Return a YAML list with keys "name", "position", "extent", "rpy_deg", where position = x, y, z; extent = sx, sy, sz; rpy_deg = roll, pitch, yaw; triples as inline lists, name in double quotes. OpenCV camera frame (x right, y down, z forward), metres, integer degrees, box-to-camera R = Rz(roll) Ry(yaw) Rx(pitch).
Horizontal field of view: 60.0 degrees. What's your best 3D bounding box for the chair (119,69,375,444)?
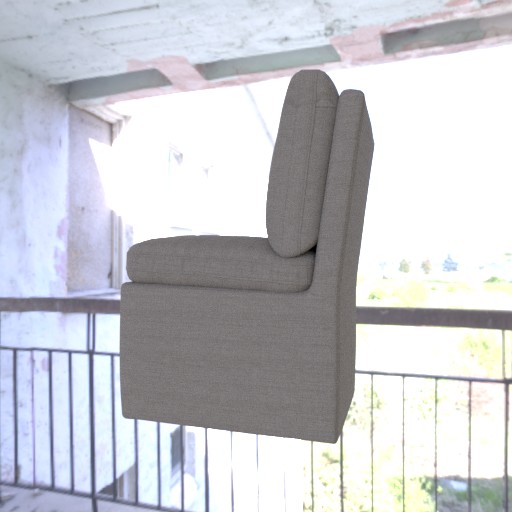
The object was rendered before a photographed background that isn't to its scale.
- name: "chair"
  position: [0.000, 0.000, 1.376]
  extent: [0.698, 0.927, 0.503]
  rpy_deg: [0, 0, 18]
